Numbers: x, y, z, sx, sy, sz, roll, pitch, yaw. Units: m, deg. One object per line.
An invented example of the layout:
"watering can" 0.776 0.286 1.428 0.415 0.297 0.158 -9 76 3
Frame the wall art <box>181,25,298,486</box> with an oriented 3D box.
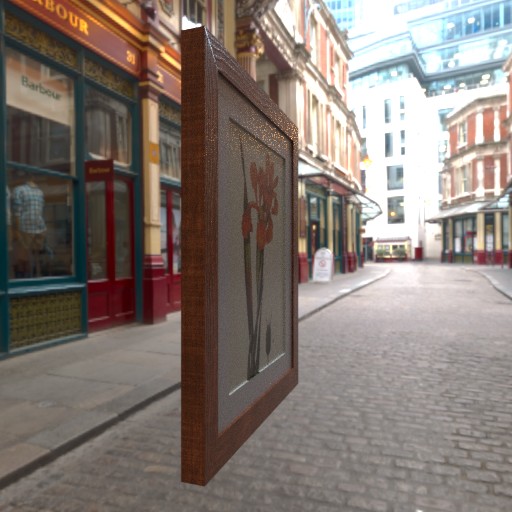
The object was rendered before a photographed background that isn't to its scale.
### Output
"wall art" 0.000 0.000 0.770 0.033 0.567 0.467 0 0 20
